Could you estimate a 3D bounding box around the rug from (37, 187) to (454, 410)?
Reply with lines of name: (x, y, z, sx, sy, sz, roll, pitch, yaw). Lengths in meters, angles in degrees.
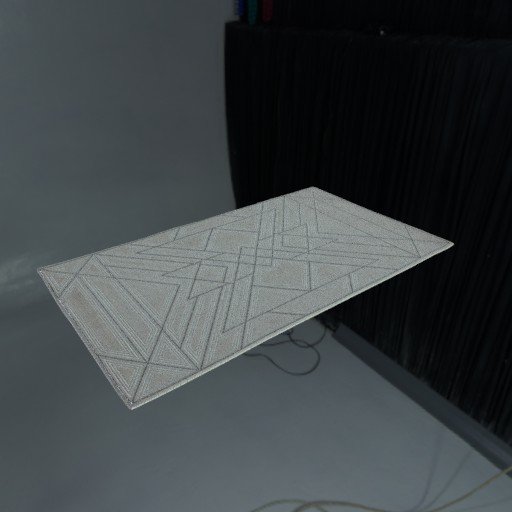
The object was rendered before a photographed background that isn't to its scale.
rug: (0.000, 0.000, 1.060, 0.869, 0.008, 0.511, -21, 35, -32)
